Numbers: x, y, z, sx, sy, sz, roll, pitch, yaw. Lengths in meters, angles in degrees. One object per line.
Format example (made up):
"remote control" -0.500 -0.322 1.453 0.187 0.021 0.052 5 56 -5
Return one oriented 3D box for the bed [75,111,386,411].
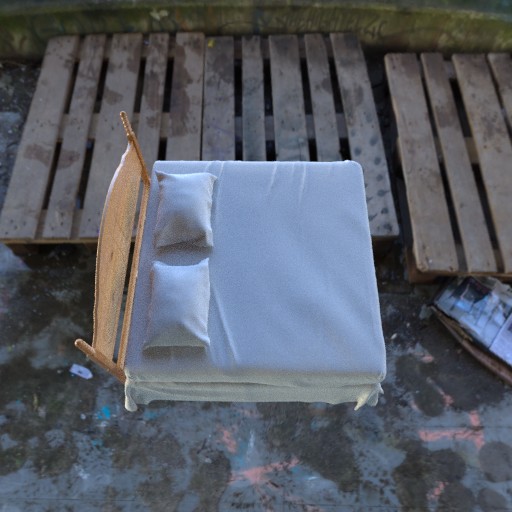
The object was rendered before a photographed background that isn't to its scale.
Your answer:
"bed" 0.000 0.000 3.701 2.219 1.355 2.322 1 63 0
